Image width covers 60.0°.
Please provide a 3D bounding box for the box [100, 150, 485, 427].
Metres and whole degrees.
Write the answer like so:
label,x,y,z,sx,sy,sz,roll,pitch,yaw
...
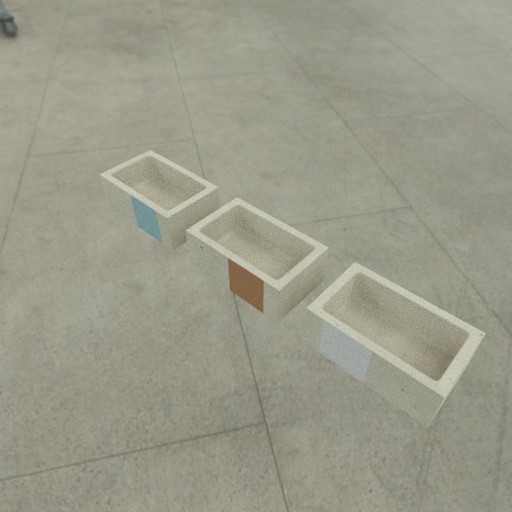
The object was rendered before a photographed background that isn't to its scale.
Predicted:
label,x,y,z,sx,sy,sz,roll,pitch,yaw
box,0.000,0.000,0.490,0.461,0.051,0.082,32,52,29
